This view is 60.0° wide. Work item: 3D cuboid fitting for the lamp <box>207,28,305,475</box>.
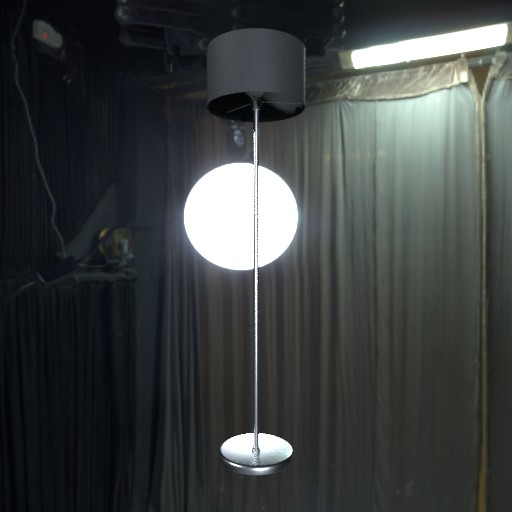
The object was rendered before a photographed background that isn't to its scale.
[{"bbox_3d":[0.000,0.000,1.585,0.348,1.443,0.348,0,1,20],"label":"lamp"}]
